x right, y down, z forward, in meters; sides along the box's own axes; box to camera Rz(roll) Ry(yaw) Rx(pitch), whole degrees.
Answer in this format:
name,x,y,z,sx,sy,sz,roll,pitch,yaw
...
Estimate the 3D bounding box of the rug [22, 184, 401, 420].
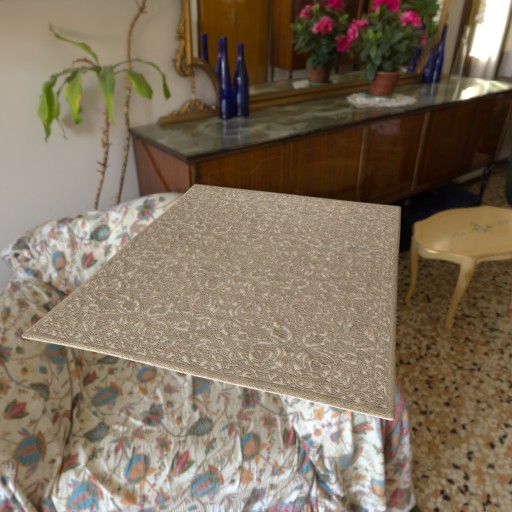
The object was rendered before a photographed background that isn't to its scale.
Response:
name,x,y,z,sx,sy,sz,roll,pitch,yaw
rug,0.000,0.000,3.975,2.472,0.035,3.017,8,31,14
